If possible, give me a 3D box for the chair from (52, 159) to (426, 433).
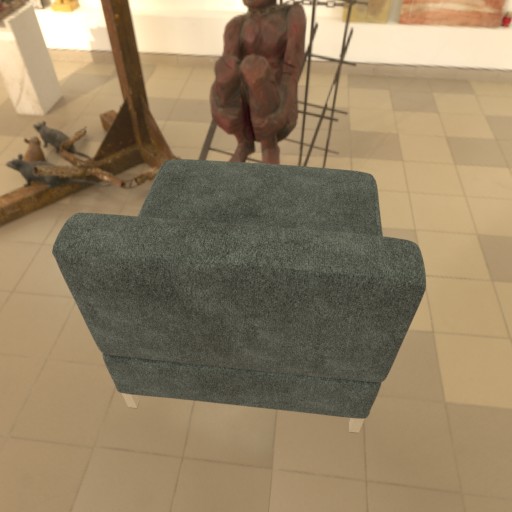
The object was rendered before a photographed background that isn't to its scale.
[{"bbox_3d":[0.000,0.000,1.216,0.680,0.660,0.680,5,47,4],"label":"chair"}]
